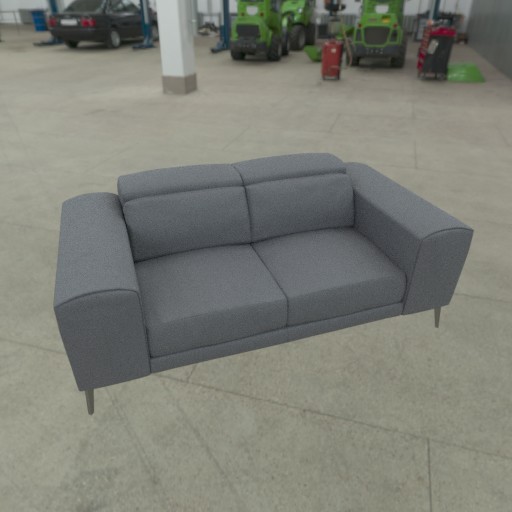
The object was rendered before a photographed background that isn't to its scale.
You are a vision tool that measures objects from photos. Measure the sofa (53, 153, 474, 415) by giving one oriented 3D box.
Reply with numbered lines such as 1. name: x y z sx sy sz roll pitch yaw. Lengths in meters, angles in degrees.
1. sofa: 0.000 0.000 2.355 1.895 0.779 1.003 -10 32 -16
